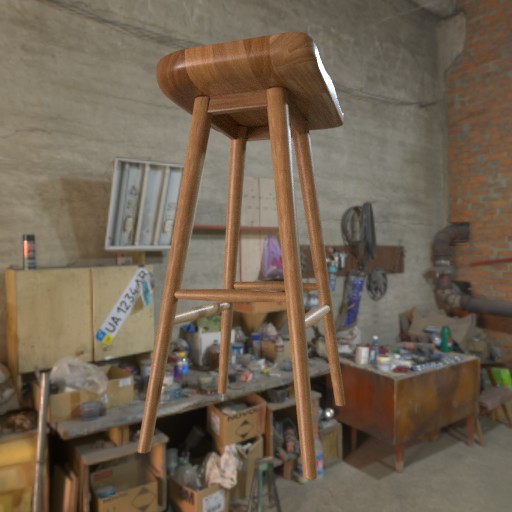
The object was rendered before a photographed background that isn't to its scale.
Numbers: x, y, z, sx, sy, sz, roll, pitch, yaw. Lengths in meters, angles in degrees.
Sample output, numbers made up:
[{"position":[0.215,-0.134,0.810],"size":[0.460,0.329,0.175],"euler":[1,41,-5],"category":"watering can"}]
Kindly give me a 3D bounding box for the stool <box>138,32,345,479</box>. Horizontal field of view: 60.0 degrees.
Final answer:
[{"position":[0.000,0.000,0.921],"size":[0.322,0.698,0.407],"euler":[0,0,18],"category":"stool"}]
